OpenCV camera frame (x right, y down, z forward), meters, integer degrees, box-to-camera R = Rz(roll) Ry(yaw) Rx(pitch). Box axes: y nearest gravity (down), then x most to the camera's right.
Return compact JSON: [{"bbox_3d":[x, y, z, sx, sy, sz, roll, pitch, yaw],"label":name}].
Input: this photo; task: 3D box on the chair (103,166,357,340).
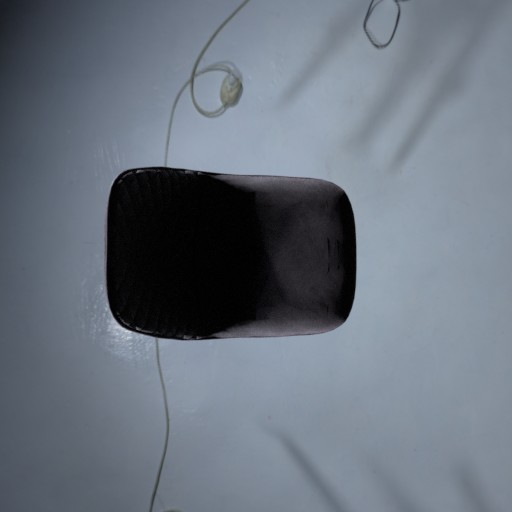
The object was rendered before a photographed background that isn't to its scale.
[{"bbox_3d":[0.000,0.000,1.245,0.561,0.889,0.472,0,88,0],"label":"chair"}]
